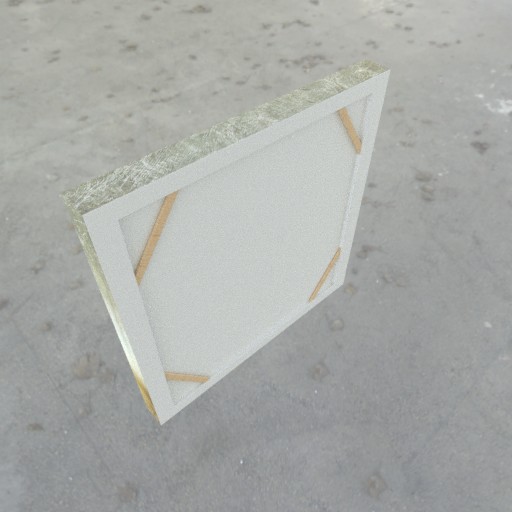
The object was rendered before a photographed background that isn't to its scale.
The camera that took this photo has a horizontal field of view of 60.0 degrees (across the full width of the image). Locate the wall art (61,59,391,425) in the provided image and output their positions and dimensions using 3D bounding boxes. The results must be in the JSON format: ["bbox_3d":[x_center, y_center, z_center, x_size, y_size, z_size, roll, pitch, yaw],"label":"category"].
[{"bbox_3d":[0.000,0.000,0.603,0.405,0.407,0.038,-33,55,-27],"label":"wall art"}]
